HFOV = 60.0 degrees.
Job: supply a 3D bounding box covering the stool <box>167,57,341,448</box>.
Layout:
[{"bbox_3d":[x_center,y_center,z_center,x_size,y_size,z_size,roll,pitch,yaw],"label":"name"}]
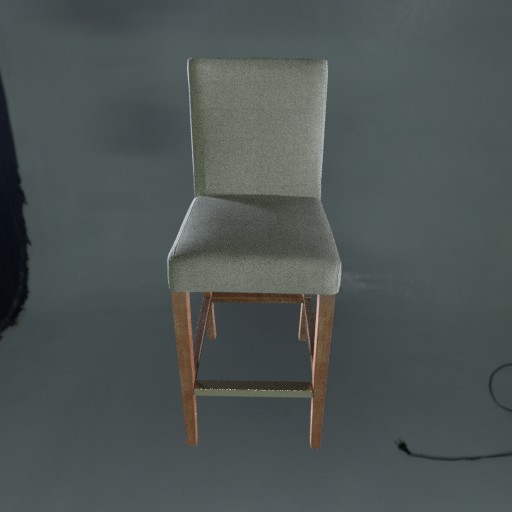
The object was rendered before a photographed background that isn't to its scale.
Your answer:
[{"bbox_3d":[0.000,0.000,1.380,0.439,1.088,0.570,1,29,1],"label":"stool"}]
